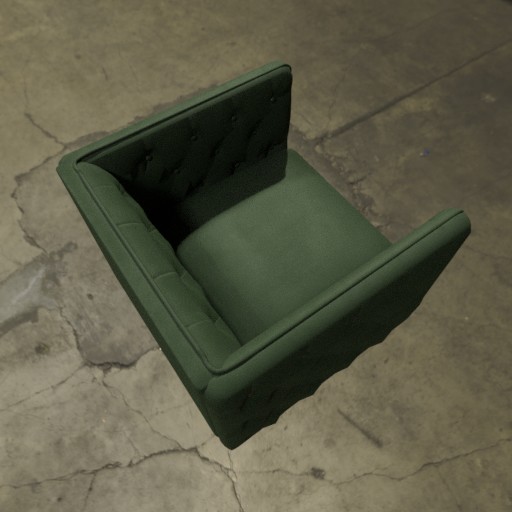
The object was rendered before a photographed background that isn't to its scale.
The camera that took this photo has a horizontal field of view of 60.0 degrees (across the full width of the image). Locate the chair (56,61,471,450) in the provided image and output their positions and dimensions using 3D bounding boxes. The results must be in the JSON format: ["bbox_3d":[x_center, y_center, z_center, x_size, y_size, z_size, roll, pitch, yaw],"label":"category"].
[{"bbox_3d":[0.000,0.000,1.538,0.855,0.768,0.917,-31,64,-18],"label":"chair"}]
